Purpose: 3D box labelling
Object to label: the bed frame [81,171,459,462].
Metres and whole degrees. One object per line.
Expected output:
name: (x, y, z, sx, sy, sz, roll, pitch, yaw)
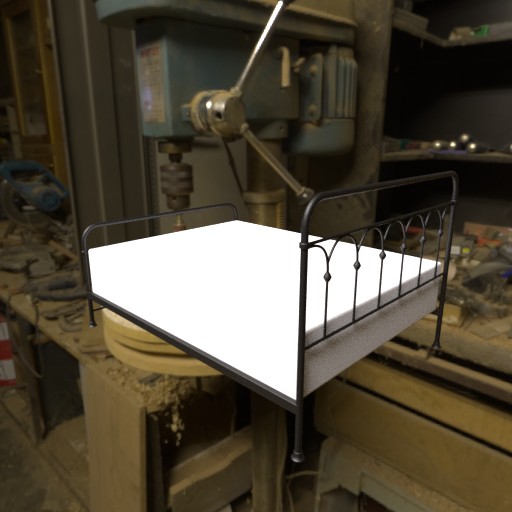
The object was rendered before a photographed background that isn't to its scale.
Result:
bed frame: (0.000, 0.000, 3.239, 2.203, 1.276, 1.664, 15, 22, 42)
